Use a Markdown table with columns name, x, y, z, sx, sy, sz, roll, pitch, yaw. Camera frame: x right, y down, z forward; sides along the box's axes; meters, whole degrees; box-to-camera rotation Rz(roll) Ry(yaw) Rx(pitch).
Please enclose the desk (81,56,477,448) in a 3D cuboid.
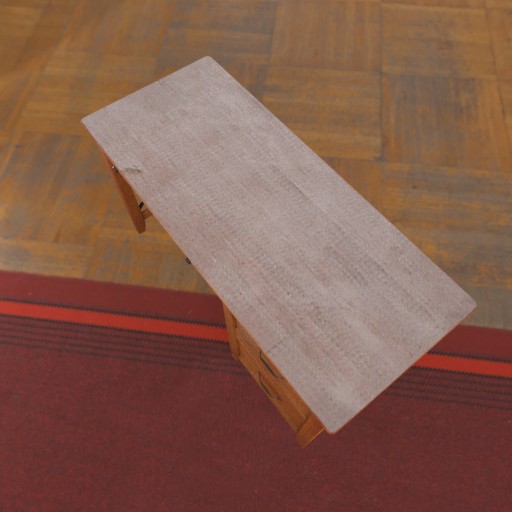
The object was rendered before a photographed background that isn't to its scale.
| name | x | y | z | sx | sy | sz | roll | pitch | yaw |
| --- | --- | --- | --- | --- | --- | --- | --- | --- | --- |
| desk | 0.000 | 0.000 | 1.769 | 0.574 | 0.756 | 1.353 | -34 | 67 | -17 |
